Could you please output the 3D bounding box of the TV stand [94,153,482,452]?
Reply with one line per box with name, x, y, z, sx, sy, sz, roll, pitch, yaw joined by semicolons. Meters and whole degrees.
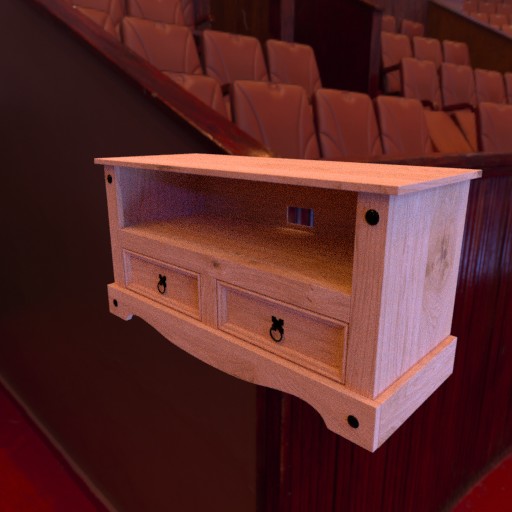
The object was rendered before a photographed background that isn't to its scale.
TV stand;0.000;0.000;1.341;1.080;0.550;0.440;15;22;41
